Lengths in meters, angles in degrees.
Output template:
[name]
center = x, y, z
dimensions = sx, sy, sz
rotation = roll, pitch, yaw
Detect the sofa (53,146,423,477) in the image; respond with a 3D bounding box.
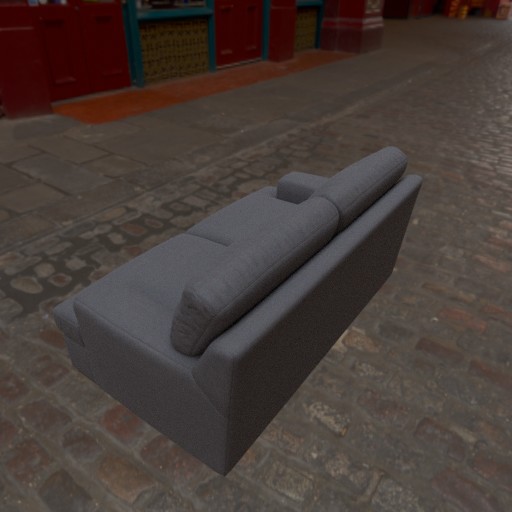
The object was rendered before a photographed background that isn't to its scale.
[sofa]
center = 0.000, 0.000, 2.423
dimensions = 1.143, 0.940, 1.880
rotation = 21, 38, 30
